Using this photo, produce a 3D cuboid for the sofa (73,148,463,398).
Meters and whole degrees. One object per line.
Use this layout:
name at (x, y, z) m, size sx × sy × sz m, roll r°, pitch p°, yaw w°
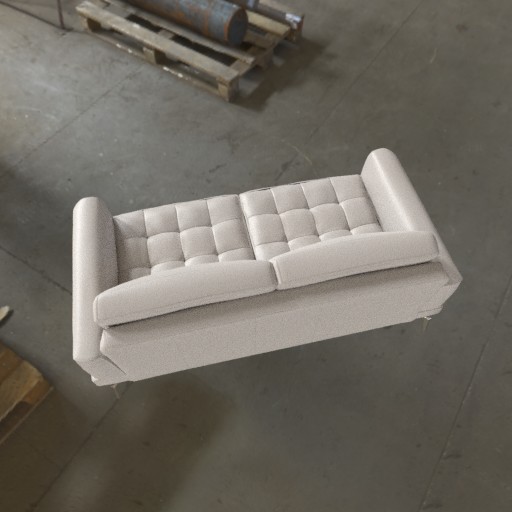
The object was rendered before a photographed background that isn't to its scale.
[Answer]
sofa at (0.000, 0.000, 2.740) m, size 2.177 × 0.930 × 1.121 m, roll -11°, pitch 59°, yaw -7°
